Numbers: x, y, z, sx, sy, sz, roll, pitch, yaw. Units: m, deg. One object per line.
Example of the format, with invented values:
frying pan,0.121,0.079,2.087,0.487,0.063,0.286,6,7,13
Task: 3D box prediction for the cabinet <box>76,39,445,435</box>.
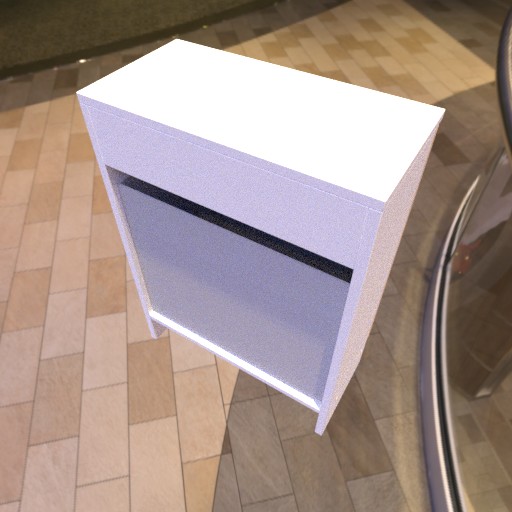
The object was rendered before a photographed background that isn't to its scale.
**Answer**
cabinet,0.000,0.000,1.093,0.600,0.815,0.296,24,51,21
